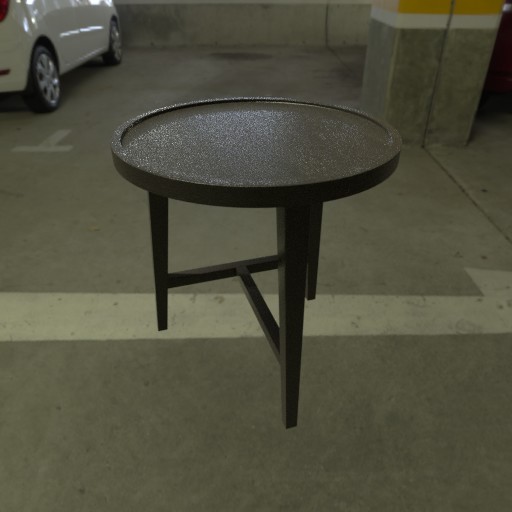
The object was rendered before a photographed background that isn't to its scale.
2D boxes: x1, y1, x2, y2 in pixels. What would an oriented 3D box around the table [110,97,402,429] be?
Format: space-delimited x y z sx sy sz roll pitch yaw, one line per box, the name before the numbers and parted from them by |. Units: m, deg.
table | 0.000 0.000 0.929 0.500 0.531 0.500 0 32 0
